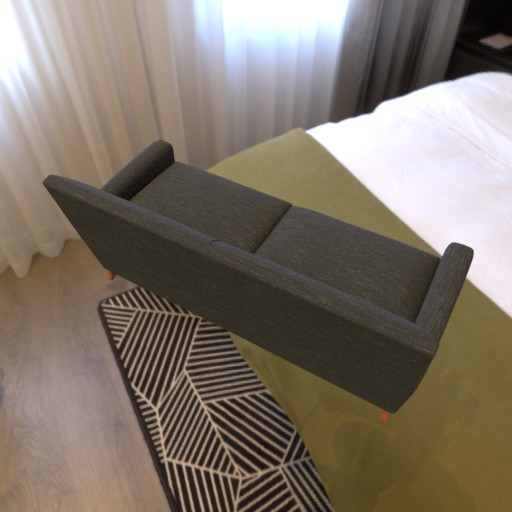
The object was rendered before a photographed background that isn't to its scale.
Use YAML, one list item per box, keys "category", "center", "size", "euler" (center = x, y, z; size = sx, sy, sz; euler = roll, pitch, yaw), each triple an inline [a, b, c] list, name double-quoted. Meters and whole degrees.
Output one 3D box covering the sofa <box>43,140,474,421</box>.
- category: "sofa"
  center: [0.000, 0.000, 2.369]
  size: [1.976, 0.846, 0.875]
  euler: [23, 50, 21]
